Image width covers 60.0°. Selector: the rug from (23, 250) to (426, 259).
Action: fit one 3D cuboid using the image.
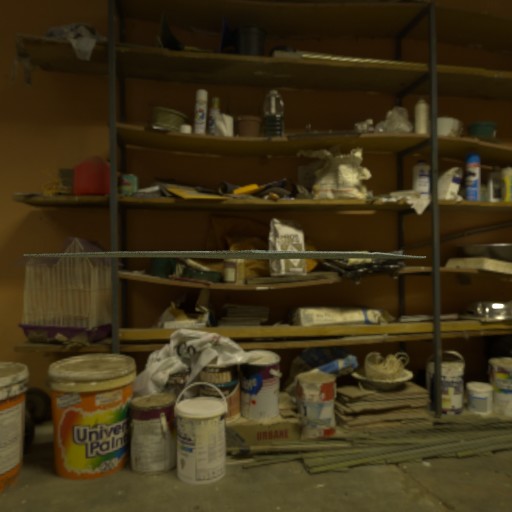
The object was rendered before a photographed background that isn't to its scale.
[{"bbox_3d":[0.000,0.000,2.987,1.613,0.030,2.306,-1,-1,36],"label":"rug"}]
